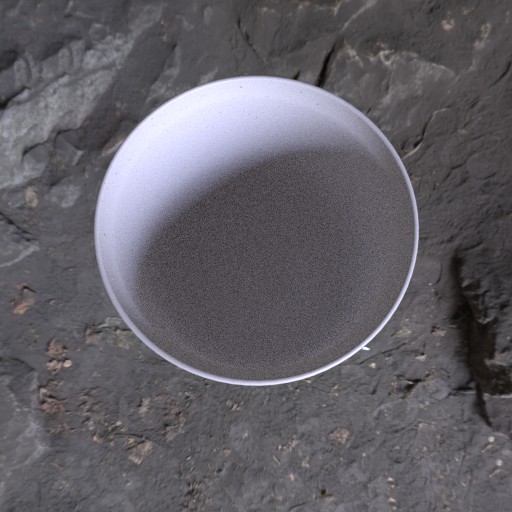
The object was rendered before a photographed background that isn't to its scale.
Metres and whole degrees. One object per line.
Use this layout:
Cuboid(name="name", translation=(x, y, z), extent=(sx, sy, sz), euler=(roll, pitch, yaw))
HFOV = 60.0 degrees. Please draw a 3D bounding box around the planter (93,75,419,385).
Cuboid(name="planter", translation=(0.000, 0.000, 0.492), extent=(0.268, 0.270, 0.268), euler=(0, 76, 0))
